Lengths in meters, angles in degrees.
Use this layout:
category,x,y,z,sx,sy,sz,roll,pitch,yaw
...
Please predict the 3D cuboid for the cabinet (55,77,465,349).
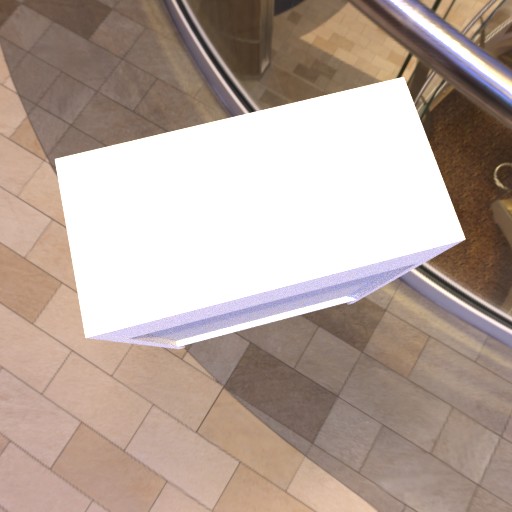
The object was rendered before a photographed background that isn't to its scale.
category,x,y,z,sx,sy,sz,roll,pitch,yaw
cabinet,0.000,0.000,1.101,0.600,0.815,0.296,-14,77,-3
